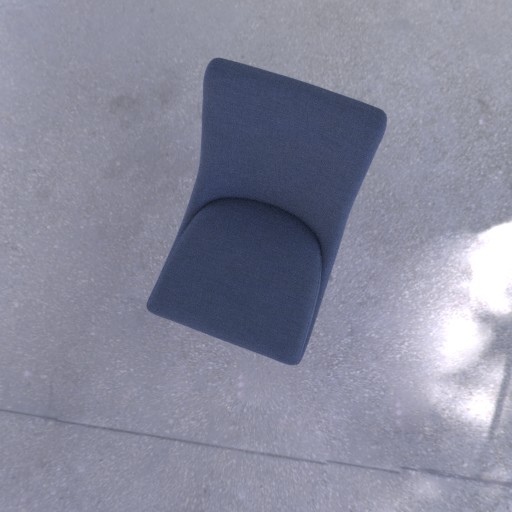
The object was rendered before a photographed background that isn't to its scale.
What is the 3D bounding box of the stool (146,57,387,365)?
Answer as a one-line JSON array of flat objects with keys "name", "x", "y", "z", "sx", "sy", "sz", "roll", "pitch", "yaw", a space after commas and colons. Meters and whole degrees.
[{"name": "stool", "x": 0.000, "y": 0.000, "z": 1.413, "sx": 0.470, "sy": 1.078, "sz": 0.577, "roll": 20, "pitch": 77, "yaw": 5}]
